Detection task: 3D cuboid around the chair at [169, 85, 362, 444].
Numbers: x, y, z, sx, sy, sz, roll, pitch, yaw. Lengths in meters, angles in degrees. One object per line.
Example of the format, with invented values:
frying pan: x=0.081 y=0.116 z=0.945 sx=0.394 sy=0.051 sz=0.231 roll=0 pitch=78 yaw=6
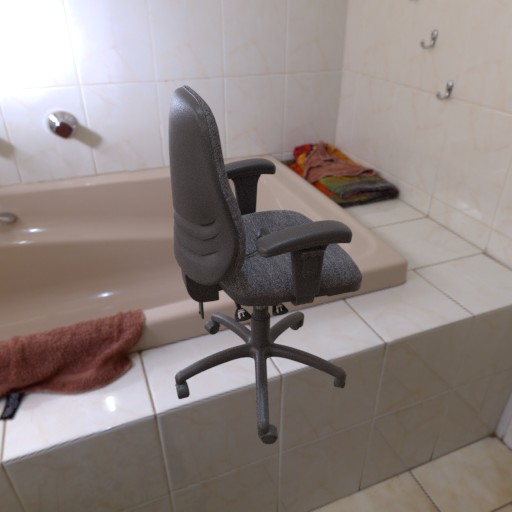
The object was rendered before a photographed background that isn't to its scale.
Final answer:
chair: x=0.000 y=0.000 z=1.239 sx=0.530 sy=0.910 sz=0.550 roll=-10 pitch=32 yaw=-17
